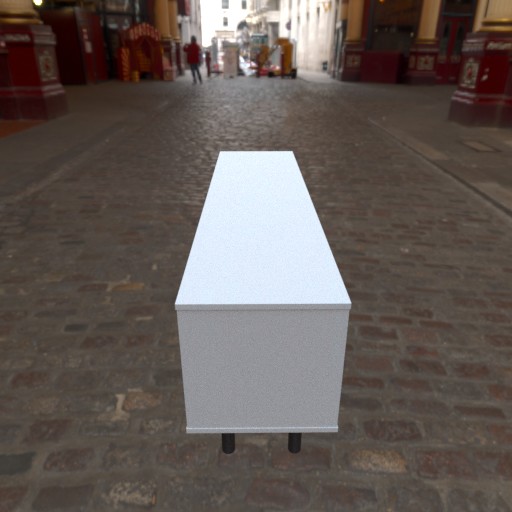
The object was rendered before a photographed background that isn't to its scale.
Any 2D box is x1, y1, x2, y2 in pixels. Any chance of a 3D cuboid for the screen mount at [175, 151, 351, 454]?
[{"bbox_3d":[0.000,0.000,1.837,0.418,0.520,1.600,0,25,0],"label":"screen mount"}]
